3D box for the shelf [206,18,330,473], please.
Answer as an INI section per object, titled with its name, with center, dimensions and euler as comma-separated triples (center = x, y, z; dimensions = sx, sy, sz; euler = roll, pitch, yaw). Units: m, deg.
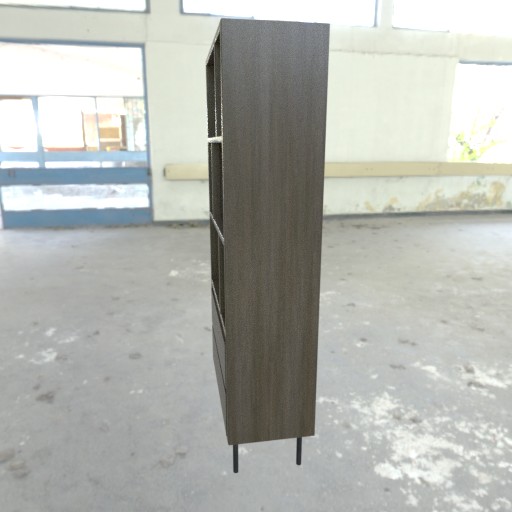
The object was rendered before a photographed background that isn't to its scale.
[shelf]
center = 0.000, 0.000, 1.767
dimensions = 0.323, 1.545, 0.670
euler = -2, 14, -10
